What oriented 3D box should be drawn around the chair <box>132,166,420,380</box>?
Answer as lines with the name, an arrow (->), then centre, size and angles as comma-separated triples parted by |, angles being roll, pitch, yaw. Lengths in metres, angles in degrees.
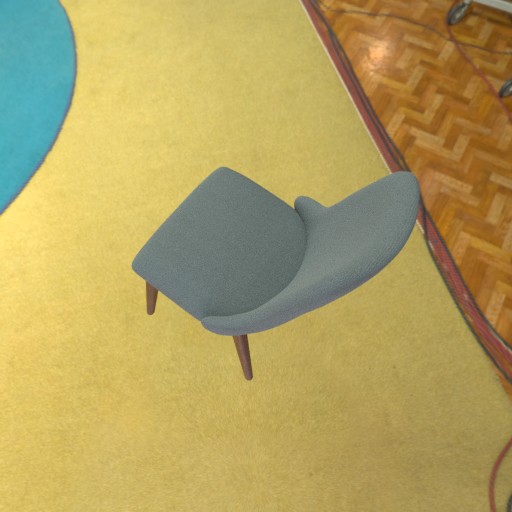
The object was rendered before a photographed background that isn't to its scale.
chair -> 0.000, 0.000, 1.350 | 0.707, 0.918, 0.535 | 33, 67, 15
